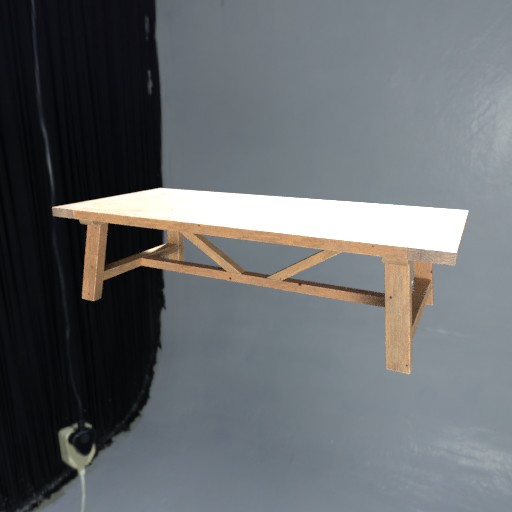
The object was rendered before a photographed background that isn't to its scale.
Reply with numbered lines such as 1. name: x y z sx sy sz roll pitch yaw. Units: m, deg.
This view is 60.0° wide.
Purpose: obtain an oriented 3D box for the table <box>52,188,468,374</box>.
1. table: 0.000 0.000 2.167 1.800 0.465 0.820 8 18 26
